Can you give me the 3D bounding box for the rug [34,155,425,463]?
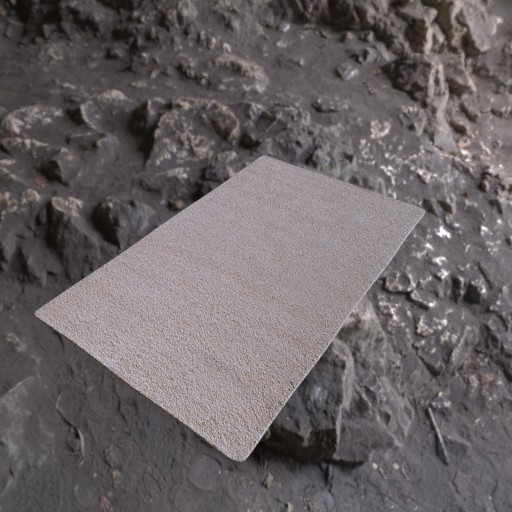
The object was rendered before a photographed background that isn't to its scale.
[{"bbox_3d":[0.000,0.000,2.955,1.500,0.026,2.349,25,47,26],"label":"rug"}]
